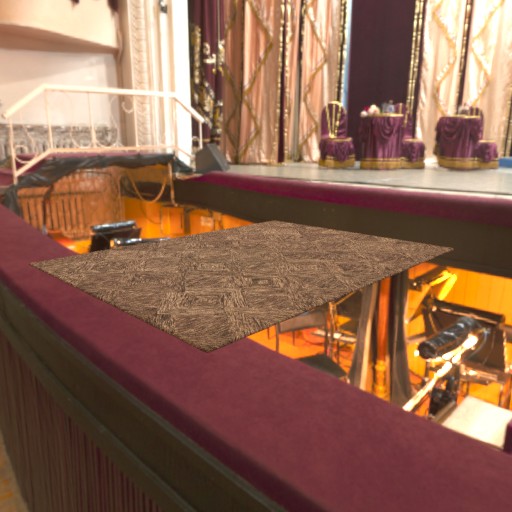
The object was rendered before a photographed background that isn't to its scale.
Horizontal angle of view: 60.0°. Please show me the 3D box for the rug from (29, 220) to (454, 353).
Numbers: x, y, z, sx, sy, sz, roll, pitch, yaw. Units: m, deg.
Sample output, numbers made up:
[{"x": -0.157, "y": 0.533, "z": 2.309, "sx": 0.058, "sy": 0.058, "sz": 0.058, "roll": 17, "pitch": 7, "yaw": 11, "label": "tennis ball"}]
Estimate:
[{"x": 0.000, "y": 0.000, "z": 4.158, "sx": 2.448, "sy": 0.017, "sz": 3.204, "roll": 13, "pitch": 19, "yaw": 43, "label": "rug"}]
